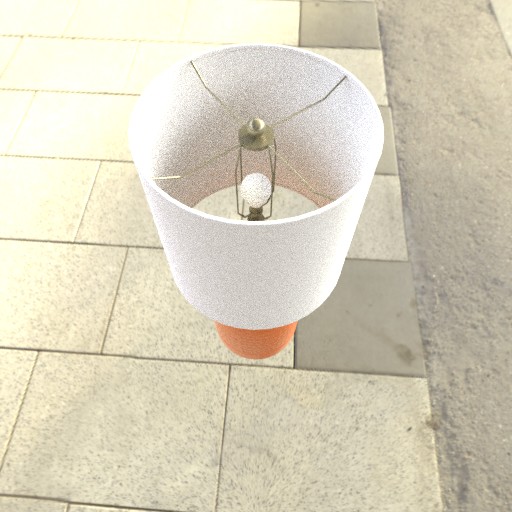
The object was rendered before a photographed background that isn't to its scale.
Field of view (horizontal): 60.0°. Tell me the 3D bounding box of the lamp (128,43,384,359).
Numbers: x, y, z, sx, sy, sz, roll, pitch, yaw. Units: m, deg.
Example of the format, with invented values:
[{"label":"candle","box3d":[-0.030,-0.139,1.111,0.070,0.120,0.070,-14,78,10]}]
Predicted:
[{"label":"lamp","box3d":[0.000,0.000,1.104,0.418,0.871,0.418,2,59,1]}]
